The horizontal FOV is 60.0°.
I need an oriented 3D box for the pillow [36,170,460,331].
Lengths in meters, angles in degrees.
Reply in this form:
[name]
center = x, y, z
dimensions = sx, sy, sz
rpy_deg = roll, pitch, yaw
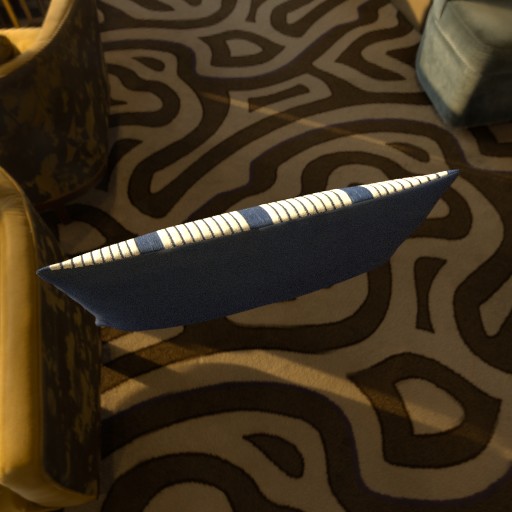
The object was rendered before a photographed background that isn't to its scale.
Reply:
[pillow]
center = 0.000, 0.000, 0.744
dimensions = 0.608, 0.292, 0.156
rpy_deg = -14, 59, -9
